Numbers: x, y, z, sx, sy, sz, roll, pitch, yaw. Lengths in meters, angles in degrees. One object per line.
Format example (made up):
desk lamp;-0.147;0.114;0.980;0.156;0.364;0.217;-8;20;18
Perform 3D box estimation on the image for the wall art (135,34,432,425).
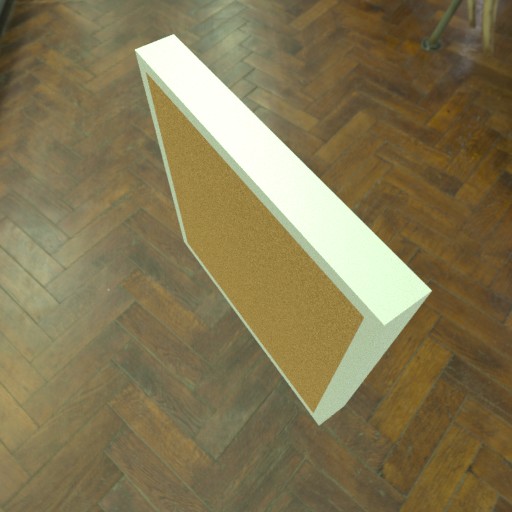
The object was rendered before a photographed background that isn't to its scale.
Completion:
wall art;0.000;0.000;0.447;0.038;0.302;0.305;-31;64;-17
